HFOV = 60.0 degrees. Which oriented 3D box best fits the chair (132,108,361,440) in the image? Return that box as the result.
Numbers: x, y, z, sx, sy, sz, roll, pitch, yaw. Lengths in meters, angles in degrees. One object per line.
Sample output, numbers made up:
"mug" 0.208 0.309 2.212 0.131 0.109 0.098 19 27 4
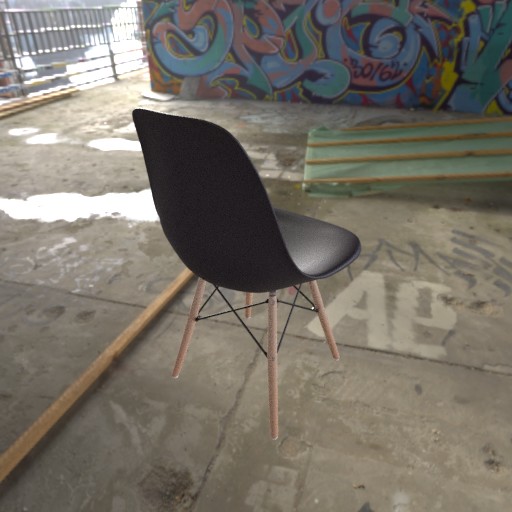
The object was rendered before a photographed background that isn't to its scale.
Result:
"chair" 0.000 0.000 1.165 0.470 0.825 0.533 20 36 31
